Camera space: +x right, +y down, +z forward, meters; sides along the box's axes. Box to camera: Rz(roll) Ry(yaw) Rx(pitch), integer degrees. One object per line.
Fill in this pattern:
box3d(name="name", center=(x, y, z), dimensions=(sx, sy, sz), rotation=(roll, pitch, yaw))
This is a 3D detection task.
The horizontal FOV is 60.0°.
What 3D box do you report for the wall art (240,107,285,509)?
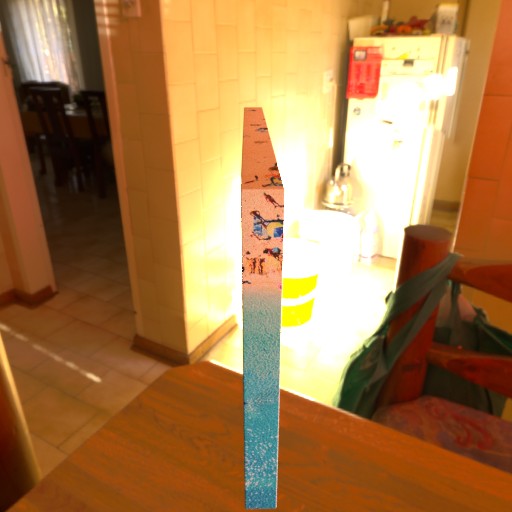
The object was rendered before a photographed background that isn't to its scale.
box3d(name="wall art", center=(0.000, 0.000, 0.737), dimensions=(0.039, 0.406, 0.609), rotation=(0, 25, -1))
